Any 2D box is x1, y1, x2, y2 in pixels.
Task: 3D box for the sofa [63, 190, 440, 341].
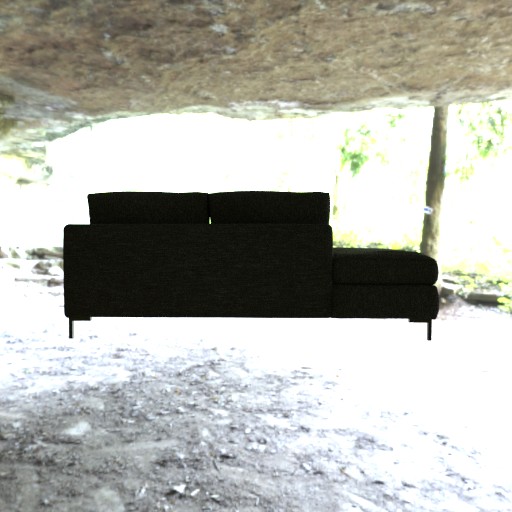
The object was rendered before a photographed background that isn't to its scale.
[{"bbox_3d":[0.000,0.000,3.782,2.007,0.815,2.949,0,2,1],"label":"sofa"}]
